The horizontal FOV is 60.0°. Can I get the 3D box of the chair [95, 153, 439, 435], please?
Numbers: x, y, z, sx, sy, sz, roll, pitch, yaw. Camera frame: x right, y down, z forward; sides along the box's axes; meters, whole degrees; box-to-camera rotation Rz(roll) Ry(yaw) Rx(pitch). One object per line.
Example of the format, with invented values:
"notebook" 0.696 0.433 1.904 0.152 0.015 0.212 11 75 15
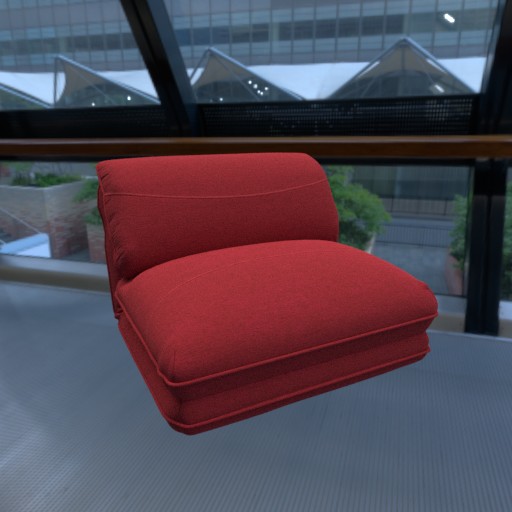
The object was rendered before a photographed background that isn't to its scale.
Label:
"chair" 0.000 0.000 1.368 0.820 0.580 0.780 -9 19 -26
